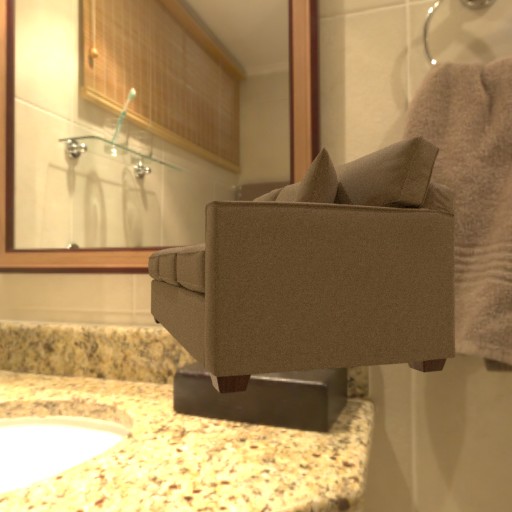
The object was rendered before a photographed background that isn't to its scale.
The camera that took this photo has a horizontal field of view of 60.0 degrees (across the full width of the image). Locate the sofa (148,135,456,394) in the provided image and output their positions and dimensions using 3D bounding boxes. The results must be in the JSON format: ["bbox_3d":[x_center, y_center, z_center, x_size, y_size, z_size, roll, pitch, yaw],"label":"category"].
[{"bbox_3d":[0.000,0.000,2.521,1.034,0.946,1.963,0,-1,-19],"label":"sofa"}]
